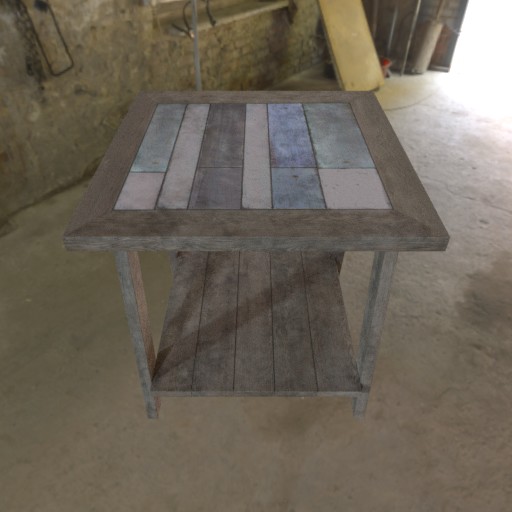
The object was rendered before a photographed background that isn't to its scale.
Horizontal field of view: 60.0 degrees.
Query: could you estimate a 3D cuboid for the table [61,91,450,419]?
[{"bbox_3d":[0.000,0.000,1.123,0.610,0.610,0.610,0,41,0],"label":"table"}]
